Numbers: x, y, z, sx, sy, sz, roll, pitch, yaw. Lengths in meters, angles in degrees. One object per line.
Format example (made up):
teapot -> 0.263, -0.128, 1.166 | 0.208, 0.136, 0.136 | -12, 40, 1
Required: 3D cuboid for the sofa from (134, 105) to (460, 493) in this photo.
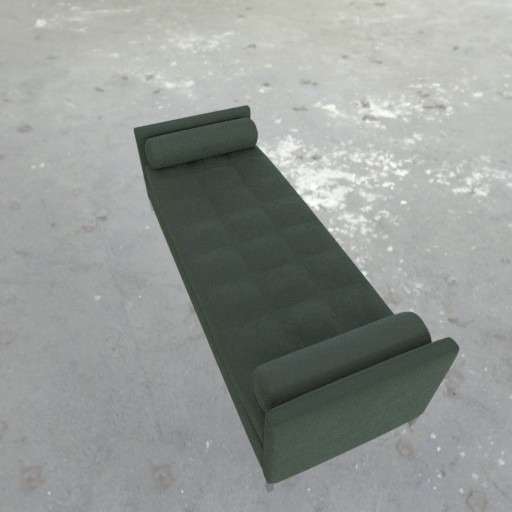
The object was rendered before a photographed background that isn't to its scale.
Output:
sofa -> 0.000, 0.000, 2.421 | 0.797, 0.657, 2.102 | -17, 48, -16
